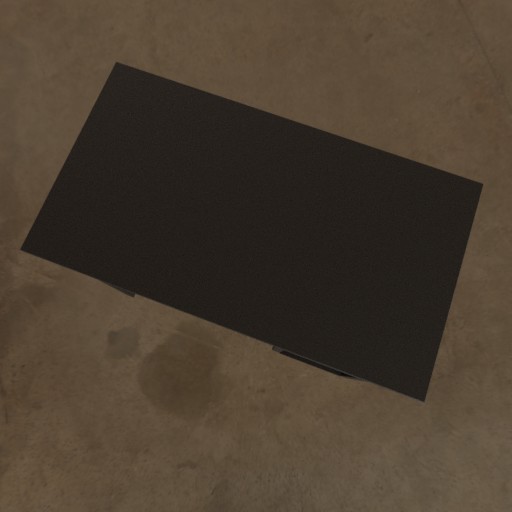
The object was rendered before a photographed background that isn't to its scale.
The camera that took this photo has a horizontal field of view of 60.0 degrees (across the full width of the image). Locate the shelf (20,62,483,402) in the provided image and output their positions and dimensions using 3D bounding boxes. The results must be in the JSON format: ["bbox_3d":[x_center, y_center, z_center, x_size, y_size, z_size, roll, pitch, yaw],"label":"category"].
[{"bbox_3d":[0.000,0.000,1.337,0.902,0.749,0.498,20,77,5],"label":"shelf"}]
